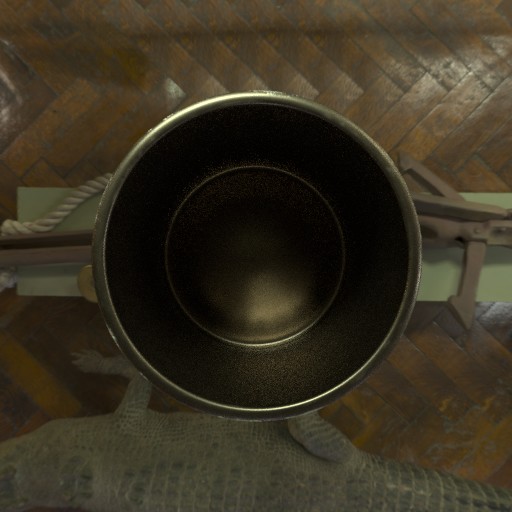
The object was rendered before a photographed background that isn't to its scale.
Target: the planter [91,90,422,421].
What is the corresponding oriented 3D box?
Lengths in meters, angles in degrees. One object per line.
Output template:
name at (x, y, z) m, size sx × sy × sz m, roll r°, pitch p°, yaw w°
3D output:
planter at (0.000, 0.000, 0.440) m, size 0.254 × 0.221 × 0.254 m, roll 0°, pitch 90°, yaw -1°
